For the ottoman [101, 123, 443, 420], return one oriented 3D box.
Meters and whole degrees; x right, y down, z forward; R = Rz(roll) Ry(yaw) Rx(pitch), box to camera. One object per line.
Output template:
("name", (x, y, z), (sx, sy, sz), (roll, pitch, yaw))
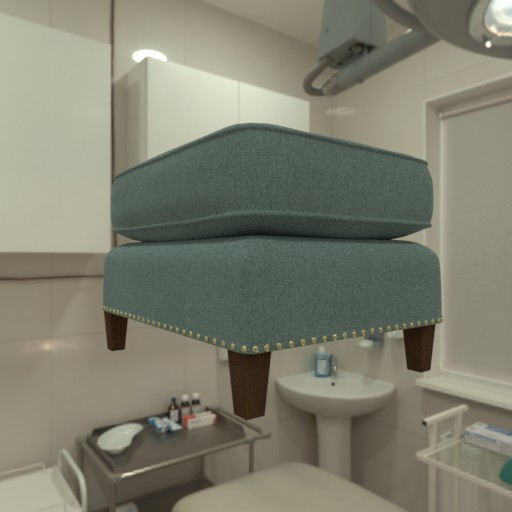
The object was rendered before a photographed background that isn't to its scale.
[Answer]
("ottoman", (0.000, 0.000, 1.165), (0.589, 0.537, 0.738), (0, 0, -37))
